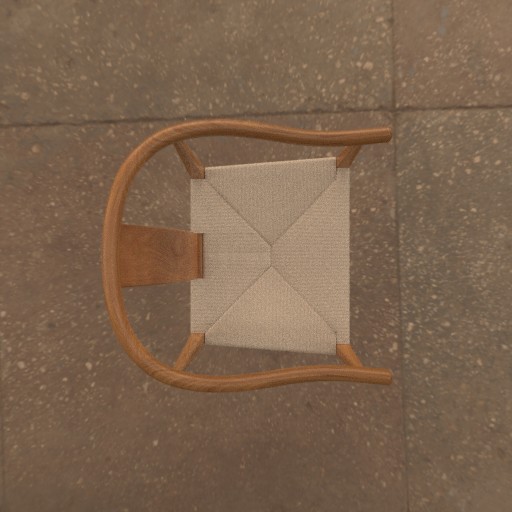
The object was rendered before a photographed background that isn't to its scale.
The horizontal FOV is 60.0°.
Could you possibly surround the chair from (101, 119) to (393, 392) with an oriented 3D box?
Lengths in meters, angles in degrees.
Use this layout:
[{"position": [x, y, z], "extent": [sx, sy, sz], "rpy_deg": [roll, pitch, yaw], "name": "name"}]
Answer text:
[{"position": [0.000, 0.000, 1.207], "extent": [0.579, 0.800, 0.556], "rpy_deg": [0, 90, -1], "name": "chair"}]
